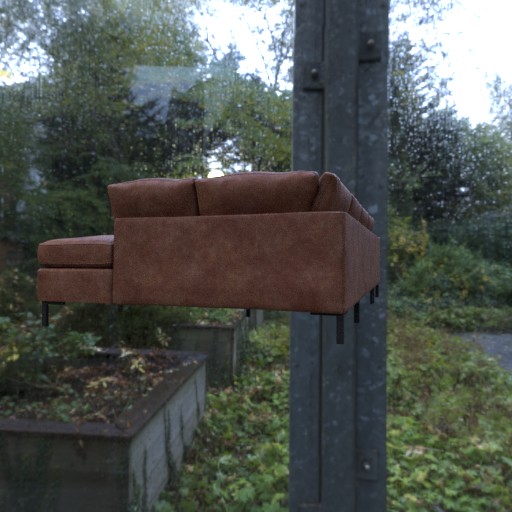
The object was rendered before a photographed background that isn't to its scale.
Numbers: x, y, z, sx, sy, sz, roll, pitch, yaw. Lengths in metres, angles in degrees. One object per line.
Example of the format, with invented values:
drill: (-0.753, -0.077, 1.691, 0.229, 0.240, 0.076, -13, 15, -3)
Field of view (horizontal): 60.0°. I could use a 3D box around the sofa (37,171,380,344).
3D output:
sofa: (0.000, 0.000, 3.868, 1.939, 0.900, 2.956, 0, 0, 19)
